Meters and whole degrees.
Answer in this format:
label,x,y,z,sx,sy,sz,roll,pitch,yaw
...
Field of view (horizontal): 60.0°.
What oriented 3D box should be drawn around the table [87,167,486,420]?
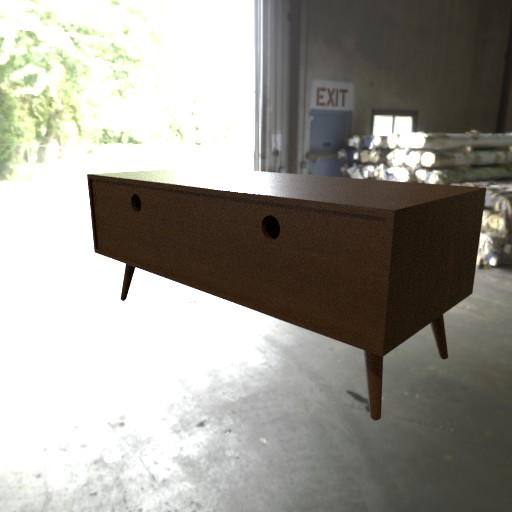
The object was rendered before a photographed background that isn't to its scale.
label,x,y,z,sx,sy,sz,roll,pitch,yaw
table,0.000,0.000,1.359,1.119,0.464,0.490,14,20,42
